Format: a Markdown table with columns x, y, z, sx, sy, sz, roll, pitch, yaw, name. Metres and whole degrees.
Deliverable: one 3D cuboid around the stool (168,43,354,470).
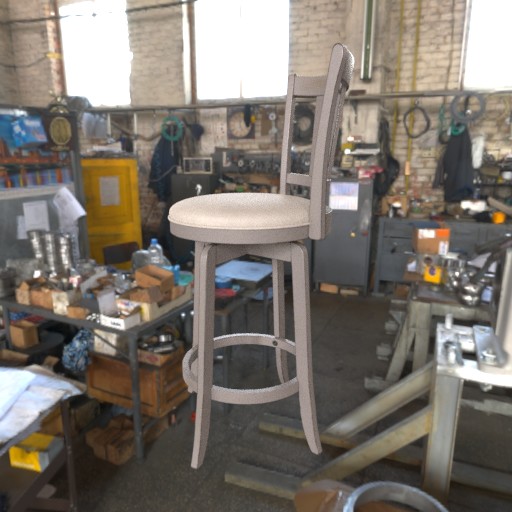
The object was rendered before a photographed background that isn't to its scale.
| x | y | z | sx | sy | sz | roll | pitch | yaw | name |
| --- | --- | --- | --- | --- | --- | --- | --- | --- | --- |
| 0.000 | 0.000 | 1.243 | 0.475 | 1.023 | 0.436 | -2 | 14 | -10 | stool |
